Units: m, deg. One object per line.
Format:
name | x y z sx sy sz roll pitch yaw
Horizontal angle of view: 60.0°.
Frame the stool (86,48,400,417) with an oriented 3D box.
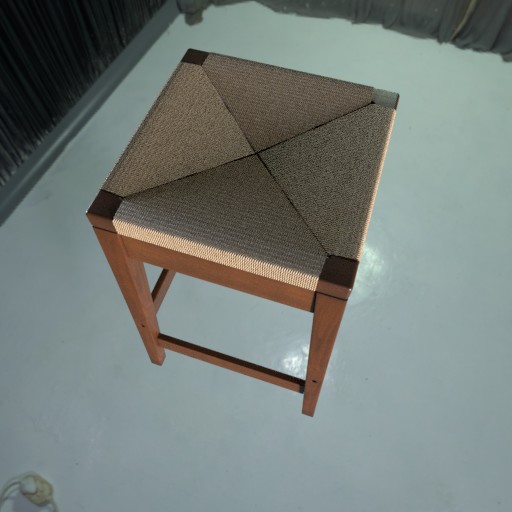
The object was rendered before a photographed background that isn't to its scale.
stool | 0.000 0.000 1.089 0.507 0.762 0.497 16 62 9
